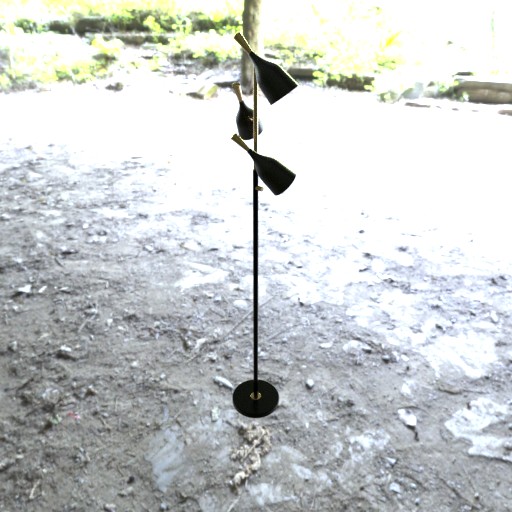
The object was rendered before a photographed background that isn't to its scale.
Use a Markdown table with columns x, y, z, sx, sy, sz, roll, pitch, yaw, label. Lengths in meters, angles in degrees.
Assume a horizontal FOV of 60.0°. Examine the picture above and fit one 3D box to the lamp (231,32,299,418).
| x | y | z | sx | sy | sz | roll | pitch | yaw | label |
| --- | --- | --- | --- | --- | --- | --- | --- | --- | --- |
| 0.000 | 0.000 | 1.966 | 0.253 | 1.778 | 0.434 | -10 | 30 | -18 | lamp |
